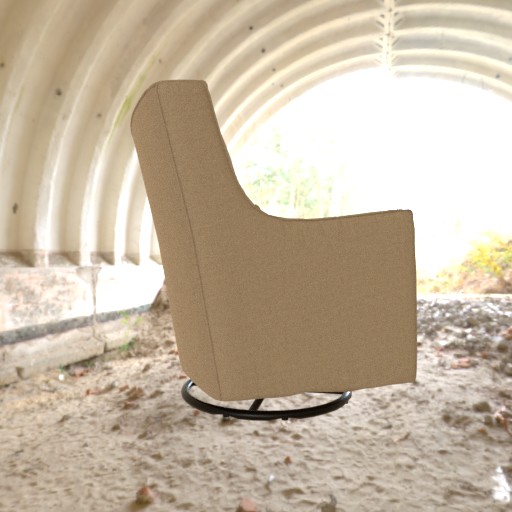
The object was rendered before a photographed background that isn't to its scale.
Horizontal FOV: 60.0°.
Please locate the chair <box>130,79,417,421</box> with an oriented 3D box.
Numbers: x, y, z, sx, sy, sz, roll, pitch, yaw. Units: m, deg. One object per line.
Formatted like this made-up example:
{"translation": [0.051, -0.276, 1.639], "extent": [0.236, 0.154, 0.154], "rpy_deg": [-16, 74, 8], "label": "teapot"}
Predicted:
{"translation": [0.000, 0.000, 1.611], "extent": [0.879, 0.993, 0.732], "rpy_deg": [0, -1, -19], "label": "chair"}
